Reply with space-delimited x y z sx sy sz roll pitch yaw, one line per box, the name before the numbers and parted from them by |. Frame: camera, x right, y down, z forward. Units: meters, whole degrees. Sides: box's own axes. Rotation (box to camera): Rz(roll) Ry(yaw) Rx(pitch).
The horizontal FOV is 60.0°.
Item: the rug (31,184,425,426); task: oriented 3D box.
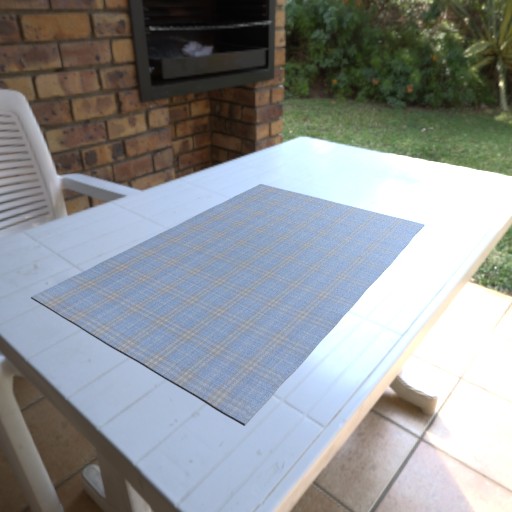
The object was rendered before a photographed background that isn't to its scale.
rug | 0.000 0.000 2.358 1.231 0.012 1.835 19 35 30
